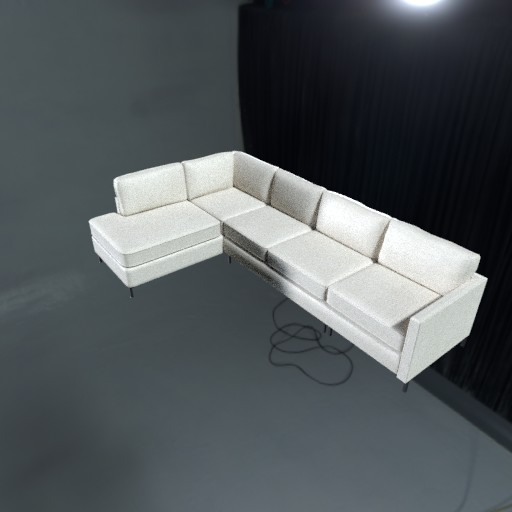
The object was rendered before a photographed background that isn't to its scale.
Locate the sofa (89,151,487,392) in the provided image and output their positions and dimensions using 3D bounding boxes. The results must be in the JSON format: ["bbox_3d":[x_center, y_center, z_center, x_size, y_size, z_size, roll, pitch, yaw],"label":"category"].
[{"bbox_3d":[0.000,0.000,4.250,2.048,0.996,3.384,-22,38,-32],"label":"sofa"}]
